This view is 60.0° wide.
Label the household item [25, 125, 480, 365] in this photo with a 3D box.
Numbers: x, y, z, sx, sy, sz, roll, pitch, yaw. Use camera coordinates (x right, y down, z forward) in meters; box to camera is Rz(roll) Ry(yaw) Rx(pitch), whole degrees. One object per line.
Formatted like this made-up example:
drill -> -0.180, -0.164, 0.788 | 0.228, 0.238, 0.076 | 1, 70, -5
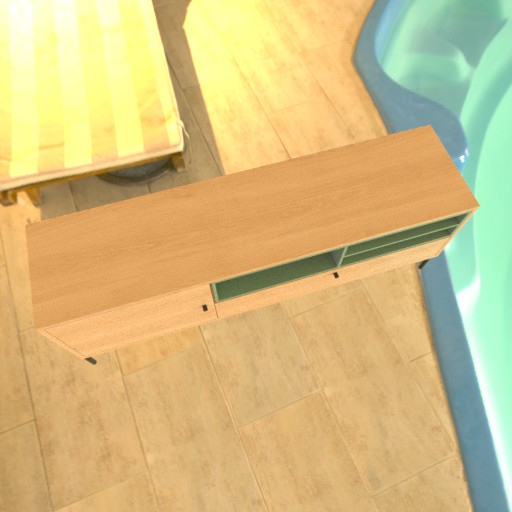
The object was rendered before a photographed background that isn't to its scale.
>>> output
household item -> 0.000, 0.000, 1.777 | 1.550, 0.600, 0.400 | -15, 65, -7
